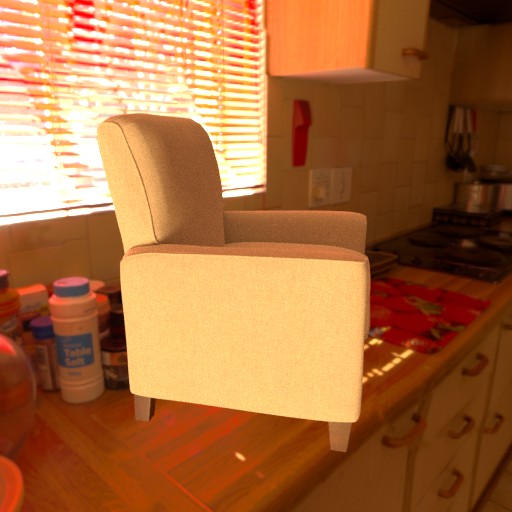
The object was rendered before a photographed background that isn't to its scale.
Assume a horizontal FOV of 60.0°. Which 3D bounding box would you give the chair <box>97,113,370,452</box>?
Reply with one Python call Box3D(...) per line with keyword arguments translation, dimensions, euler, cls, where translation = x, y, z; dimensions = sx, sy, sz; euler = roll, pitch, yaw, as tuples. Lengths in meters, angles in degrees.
Box3D(translation=(0.000, 0.000, 1.677), dimensions=(0.859, 1.023, 0.845), euler=(3, 15, 13), cls="chair")
